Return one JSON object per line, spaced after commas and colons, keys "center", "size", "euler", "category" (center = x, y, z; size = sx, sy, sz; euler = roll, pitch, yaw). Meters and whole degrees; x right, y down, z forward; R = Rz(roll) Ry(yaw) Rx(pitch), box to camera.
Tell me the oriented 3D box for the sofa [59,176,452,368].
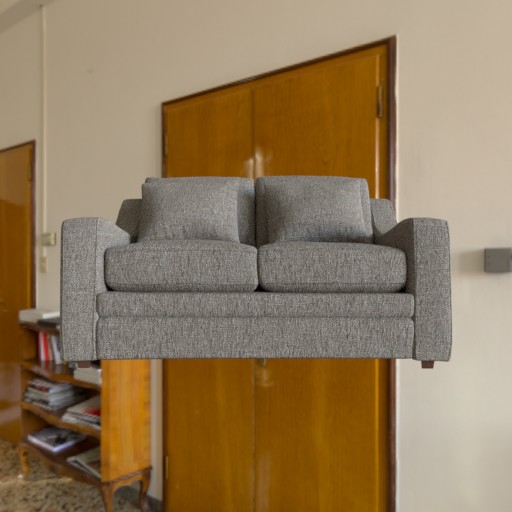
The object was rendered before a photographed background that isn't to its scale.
{"center": [0.000, 0.000, 2.453], "size": [1.778, 0.991, 1.120], "euler": [0, 0, 0], "category": "sofa"}
